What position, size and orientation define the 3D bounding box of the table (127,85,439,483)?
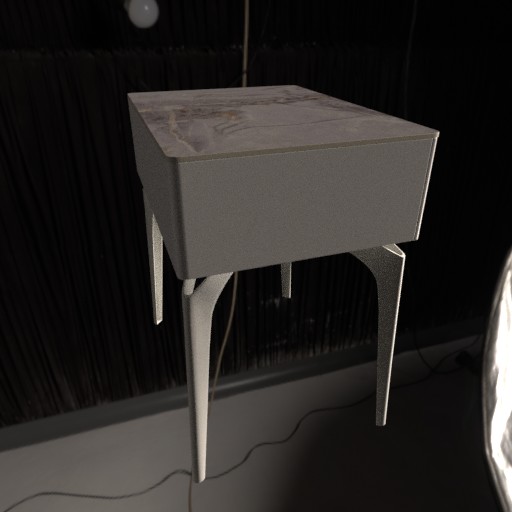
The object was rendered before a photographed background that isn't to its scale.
[{"bbox_3d":[0.000,0.000,0.890,0.400,0.570,0.500,-9,30,-17],"label":"table"}]
